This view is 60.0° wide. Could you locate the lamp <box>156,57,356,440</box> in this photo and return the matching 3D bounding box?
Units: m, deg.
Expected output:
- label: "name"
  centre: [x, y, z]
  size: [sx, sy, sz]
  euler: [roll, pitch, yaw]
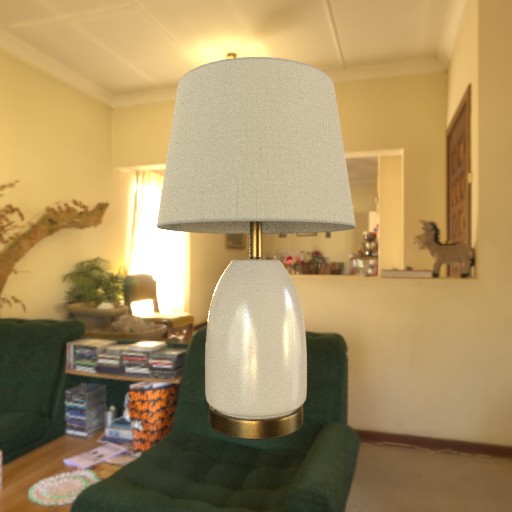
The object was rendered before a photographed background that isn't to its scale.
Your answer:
- label: "lamp"
  centre: [0.000, 0.000, 0.650]
  size: [0.285, 0.483, 0.285]
  euler: [0, 0, 0]
